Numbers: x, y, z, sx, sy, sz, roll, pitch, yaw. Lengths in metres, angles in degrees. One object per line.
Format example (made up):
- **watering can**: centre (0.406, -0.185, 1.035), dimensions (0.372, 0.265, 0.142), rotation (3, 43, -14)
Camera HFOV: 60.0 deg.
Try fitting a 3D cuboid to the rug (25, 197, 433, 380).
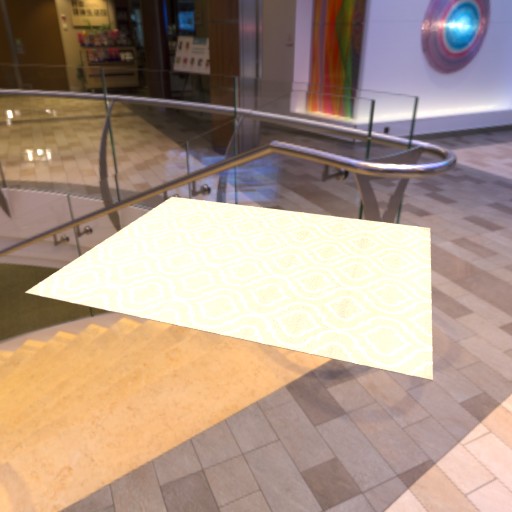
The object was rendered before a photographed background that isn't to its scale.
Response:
- **rug**: centre (0.000, 0.000, 3.882), dimensions (2.892, 0.006, 2.283), rotation (9, 28, 17)
